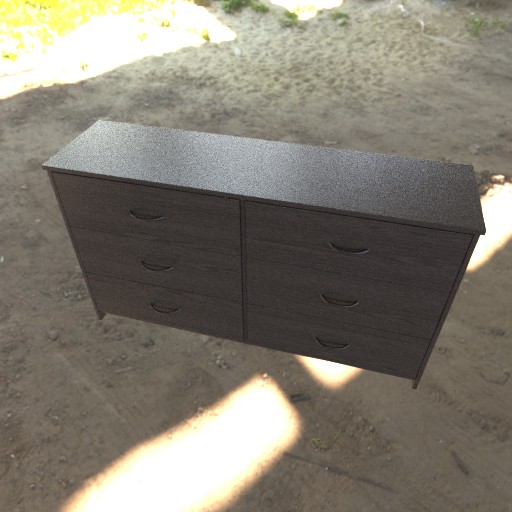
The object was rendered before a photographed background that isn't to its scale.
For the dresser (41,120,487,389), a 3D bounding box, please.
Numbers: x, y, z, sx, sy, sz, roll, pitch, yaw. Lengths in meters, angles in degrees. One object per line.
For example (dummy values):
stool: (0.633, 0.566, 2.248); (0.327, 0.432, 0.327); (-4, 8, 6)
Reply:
dresser: (0.000, 0.000, 1.680); (1.360, 0.755, 0.401); (10, 42, 11)
